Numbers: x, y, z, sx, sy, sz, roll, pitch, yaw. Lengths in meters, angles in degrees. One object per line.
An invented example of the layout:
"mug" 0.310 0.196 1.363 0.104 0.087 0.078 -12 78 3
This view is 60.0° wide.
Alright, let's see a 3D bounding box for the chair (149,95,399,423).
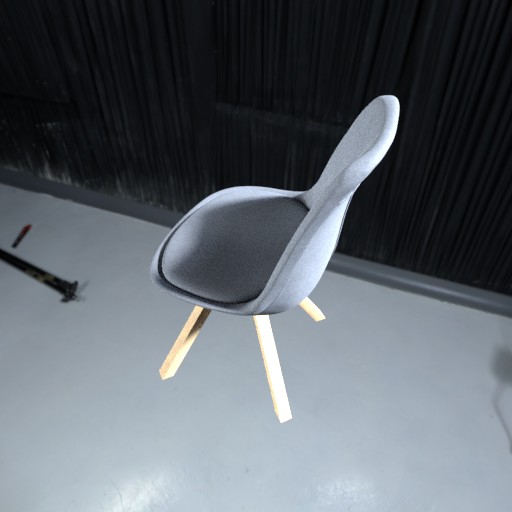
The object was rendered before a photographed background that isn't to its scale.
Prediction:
"chair" 0.000 0.000 1.181 0.549 0.863 0.474 16 47 15
